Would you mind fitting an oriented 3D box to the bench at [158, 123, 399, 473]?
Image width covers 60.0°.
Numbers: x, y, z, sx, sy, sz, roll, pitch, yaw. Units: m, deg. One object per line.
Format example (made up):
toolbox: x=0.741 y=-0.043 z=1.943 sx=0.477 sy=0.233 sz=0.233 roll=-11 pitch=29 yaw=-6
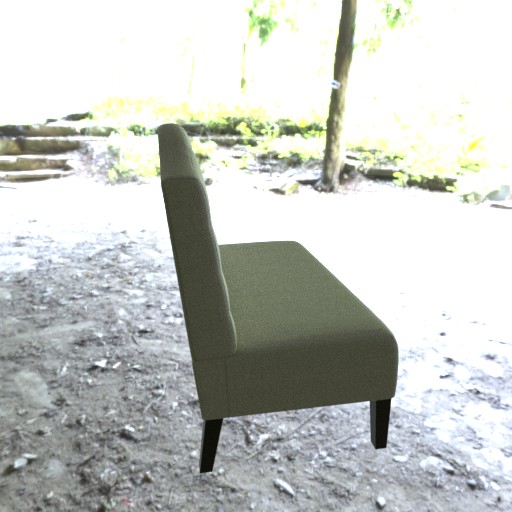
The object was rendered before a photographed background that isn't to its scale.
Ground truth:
bench: x=0.000 y=0.000 z=2.054 sx=0.815 sy=1.180 sz=1.335 roll=-3 pitch=17 yaw=-10
